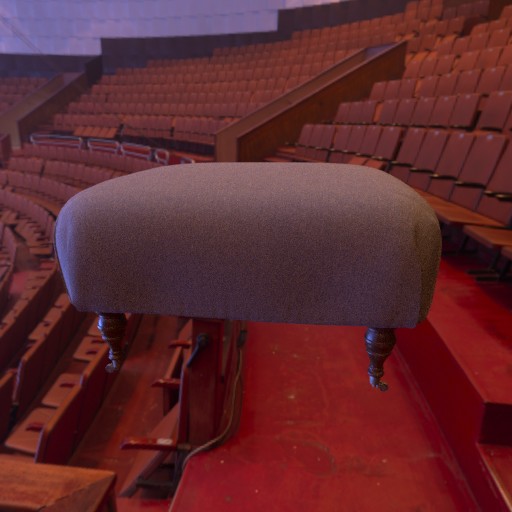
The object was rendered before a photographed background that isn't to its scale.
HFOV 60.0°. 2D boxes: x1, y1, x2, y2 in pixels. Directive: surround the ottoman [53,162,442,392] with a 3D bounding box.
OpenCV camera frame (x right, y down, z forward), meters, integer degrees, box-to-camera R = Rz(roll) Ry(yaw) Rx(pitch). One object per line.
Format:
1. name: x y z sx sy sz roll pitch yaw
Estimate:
1. ottoman: 0.000 0.000 1.105 0.747 0.450 0.622 2 17 7
